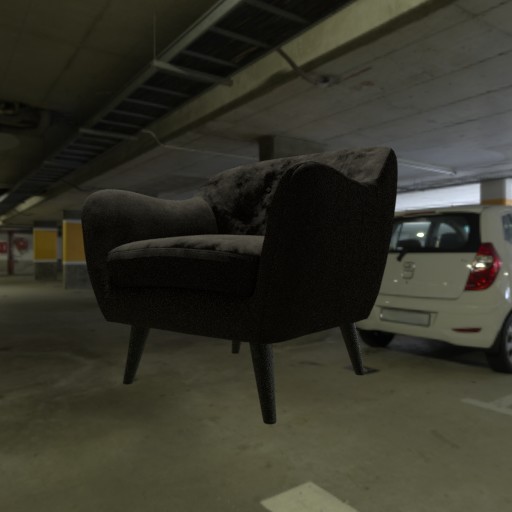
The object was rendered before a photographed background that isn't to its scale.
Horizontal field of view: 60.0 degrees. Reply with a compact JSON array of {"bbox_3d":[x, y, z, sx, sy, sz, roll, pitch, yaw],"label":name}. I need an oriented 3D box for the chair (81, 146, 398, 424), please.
[{"bbox_3d":[0.000,0.000,1.492,0.840,0.807,0.819,0,0,37],"label":"chair"}]
